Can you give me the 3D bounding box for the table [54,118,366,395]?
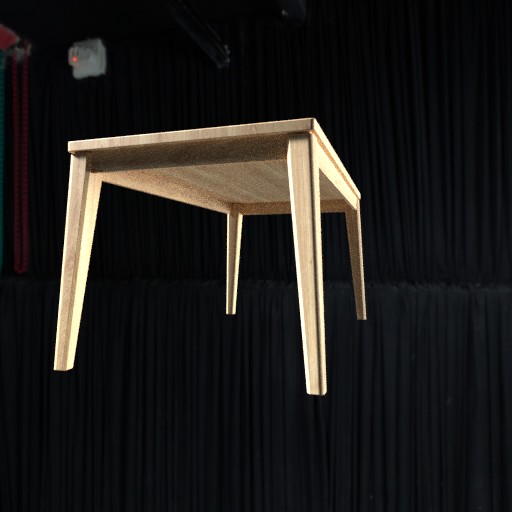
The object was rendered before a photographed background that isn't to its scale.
[{"bbox_3d":[0.000,0.000,2.092,0.900,0.760,1.600,0,0,18],"label":"table"}]
